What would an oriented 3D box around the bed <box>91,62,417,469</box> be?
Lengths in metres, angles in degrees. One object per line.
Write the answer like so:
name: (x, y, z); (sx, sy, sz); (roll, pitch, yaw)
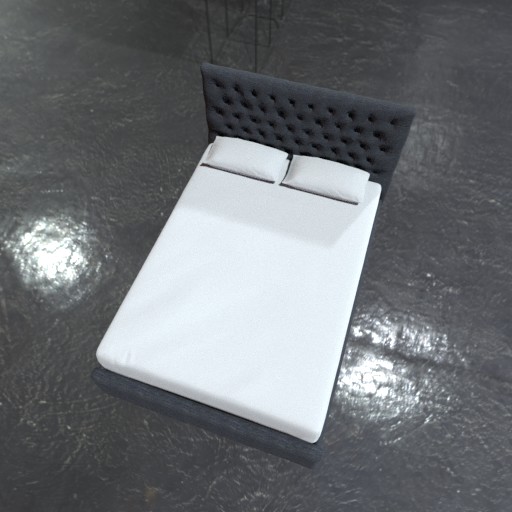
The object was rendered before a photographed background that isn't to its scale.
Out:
bed: (0.000, 0.000, 3.355); (1.698, 1.427, 2.387); (16, 59, 10)
